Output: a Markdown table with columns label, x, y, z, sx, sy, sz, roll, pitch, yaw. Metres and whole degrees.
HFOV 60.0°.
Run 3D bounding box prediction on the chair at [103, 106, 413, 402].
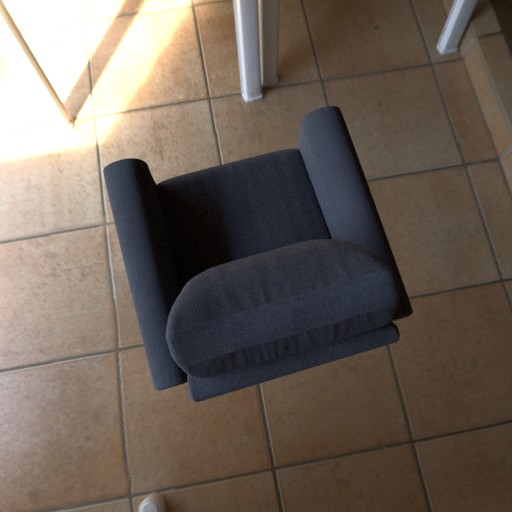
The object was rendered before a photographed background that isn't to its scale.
| label | x | y | z | sx | sy | sz | roll | pitch | yaw |
| --- | --- | --- | --- | --- | --- | --- | --- | --- | --- |
| chair | 0.000 | 0.000 | 1.577 | 0.867 | 0.942 | 0.828 | -16 | 76 | -4 |
